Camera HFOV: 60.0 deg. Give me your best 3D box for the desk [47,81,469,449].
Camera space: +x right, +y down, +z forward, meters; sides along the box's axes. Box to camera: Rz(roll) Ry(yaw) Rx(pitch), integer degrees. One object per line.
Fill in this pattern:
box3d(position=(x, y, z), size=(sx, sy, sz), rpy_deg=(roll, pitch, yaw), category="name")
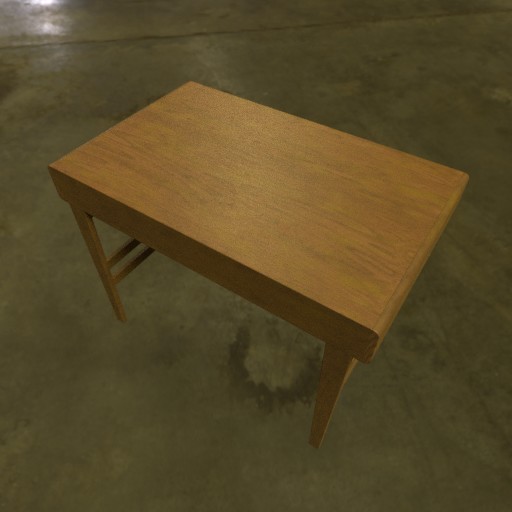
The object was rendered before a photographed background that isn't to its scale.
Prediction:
box3d(position=(0.000, 0.000, 1.582), size=(1.066, 0.754, 0.660), rpy_deg=(26, 52, 22), category="desk")
